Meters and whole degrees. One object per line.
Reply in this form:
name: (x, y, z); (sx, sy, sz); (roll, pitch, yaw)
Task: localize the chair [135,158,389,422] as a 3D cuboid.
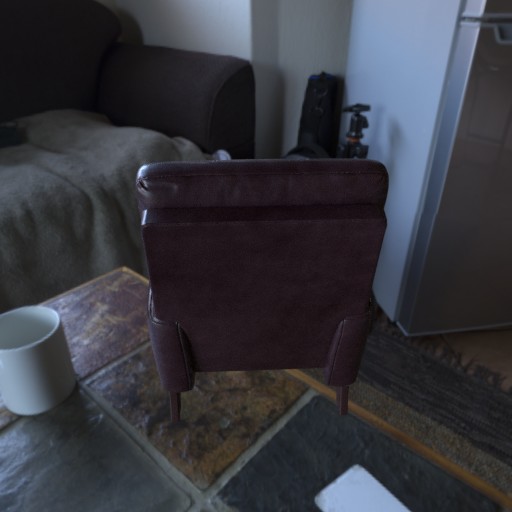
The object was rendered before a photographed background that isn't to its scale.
chair: (0.000, 0.000, 1.680); (0.762, 0.990, 0.990); (-1, 32, -2)
